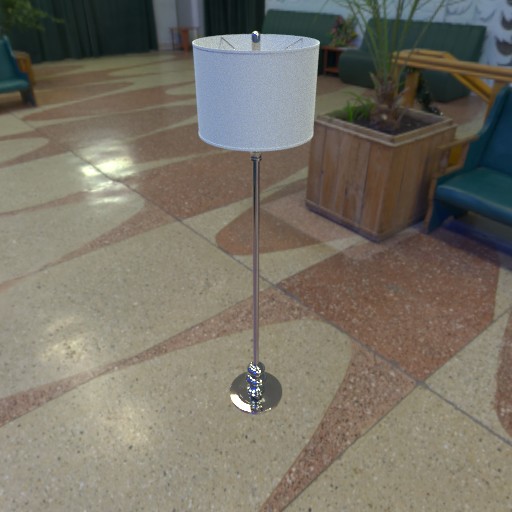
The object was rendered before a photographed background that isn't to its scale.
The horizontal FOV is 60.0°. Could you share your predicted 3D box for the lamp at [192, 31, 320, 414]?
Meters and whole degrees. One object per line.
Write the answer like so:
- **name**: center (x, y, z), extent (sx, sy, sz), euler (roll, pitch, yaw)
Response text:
- **lamp**: center (0.000, 0.000, 1.635), extent (0.356, 1.487, 0.356), euler (-22, 39, -31)
